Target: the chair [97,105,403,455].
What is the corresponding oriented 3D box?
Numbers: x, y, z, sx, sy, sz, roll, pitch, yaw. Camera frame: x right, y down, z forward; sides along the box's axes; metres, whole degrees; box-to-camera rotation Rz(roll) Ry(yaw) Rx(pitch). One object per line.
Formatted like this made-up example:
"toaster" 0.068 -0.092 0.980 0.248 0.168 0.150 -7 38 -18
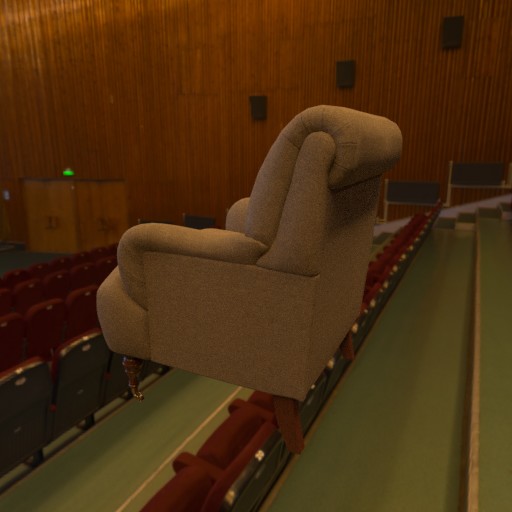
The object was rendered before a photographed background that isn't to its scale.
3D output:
"chair" 0.000 0.000 1.537 0.843 0.942 0.766 7 16 25
